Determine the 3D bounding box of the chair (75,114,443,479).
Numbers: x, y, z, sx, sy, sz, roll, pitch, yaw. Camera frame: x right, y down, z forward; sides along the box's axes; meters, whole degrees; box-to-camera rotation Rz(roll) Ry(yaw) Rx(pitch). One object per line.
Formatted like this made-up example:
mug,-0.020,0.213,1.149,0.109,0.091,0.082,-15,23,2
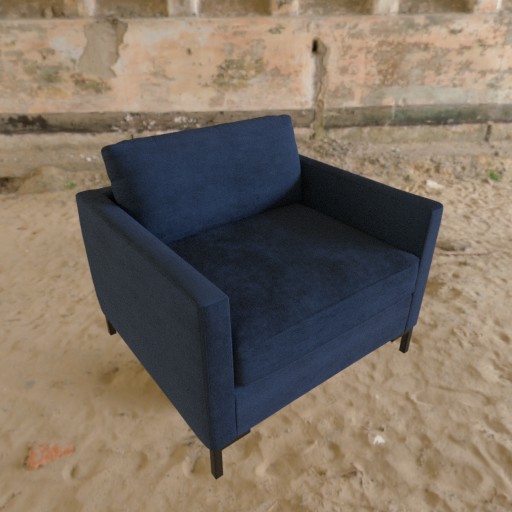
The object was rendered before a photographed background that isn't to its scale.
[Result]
chair,0.000,0.000,1.589,0.964,0.812,0.875,-21,36,-32
